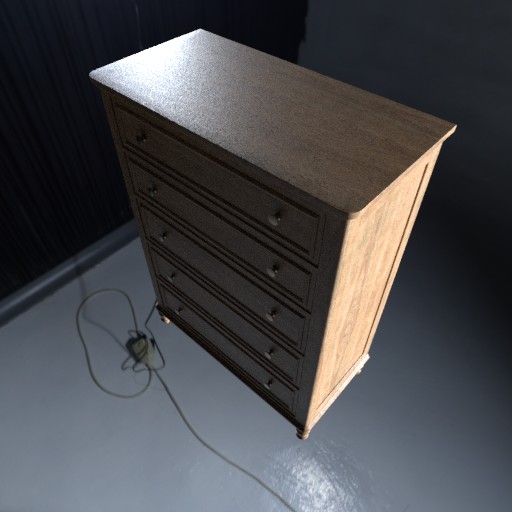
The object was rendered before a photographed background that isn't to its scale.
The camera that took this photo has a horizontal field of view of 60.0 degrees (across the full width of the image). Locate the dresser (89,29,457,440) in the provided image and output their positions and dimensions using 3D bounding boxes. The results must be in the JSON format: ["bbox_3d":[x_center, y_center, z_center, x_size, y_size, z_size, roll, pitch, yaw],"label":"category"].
[{"bbox_3d":[0.000,0.000,1.736,0.973,1.318,0.484,33,55,27],"label":"dresser"}]
